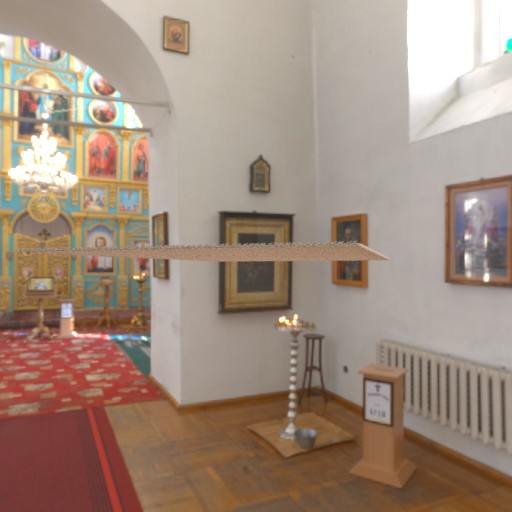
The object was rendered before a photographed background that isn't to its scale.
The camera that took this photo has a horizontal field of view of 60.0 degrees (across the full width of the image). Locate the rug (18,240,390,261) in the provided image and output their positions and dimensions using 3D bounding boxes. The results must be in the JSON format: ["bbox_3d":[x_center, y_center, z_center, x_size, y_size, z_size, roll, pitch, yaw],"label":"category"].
[{"bbox_3d":[0.000,0.000,2.247,1.223,0.015,1.771,-1,-2,20],"label":"rug"}]
